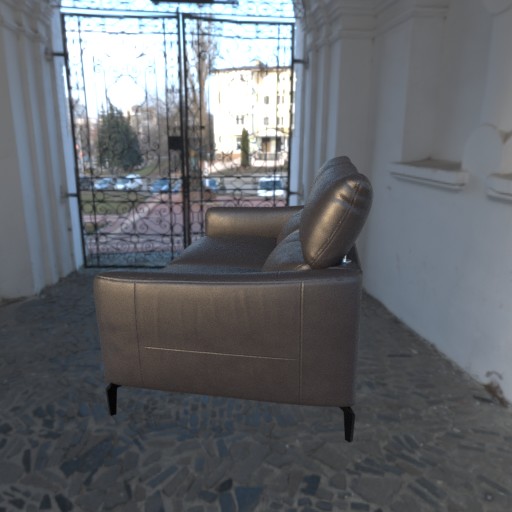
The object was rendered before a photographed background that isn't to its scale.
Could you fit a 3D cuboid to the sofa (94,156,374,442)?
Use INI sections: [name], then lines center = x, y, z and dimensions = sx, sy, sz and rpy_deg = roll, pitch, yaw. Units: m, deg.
[sofa]
center = 0.000, 0.000, 2.193
dimensions = 0.958, 0.920, 1.596
rpy_deg = 2, 15, 9
